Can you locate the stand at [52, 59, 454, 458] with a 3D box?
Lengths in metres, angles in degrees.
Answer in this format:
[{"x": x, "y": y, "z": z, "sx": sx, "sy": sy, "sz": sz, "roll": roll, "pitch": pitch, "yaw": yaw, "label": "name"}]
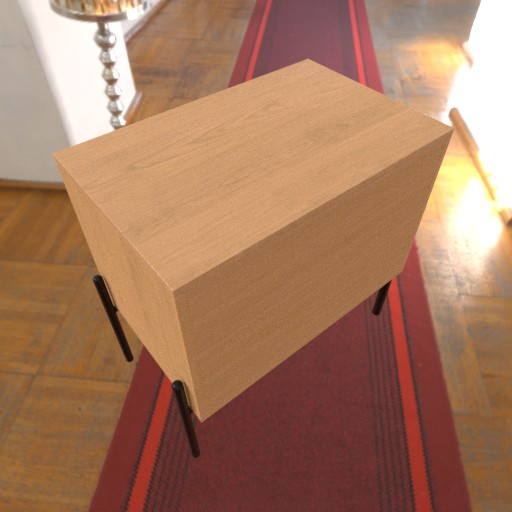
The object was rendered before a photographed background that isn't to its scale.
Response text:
[{"x": 0.000, "y": 0.000, "z": 0.983, "sx": 0.630, "sy": 0.600, "sz": 0.400, "roll": -31, "pitch": 54, "yaw": -26, "label": "stand"}]
